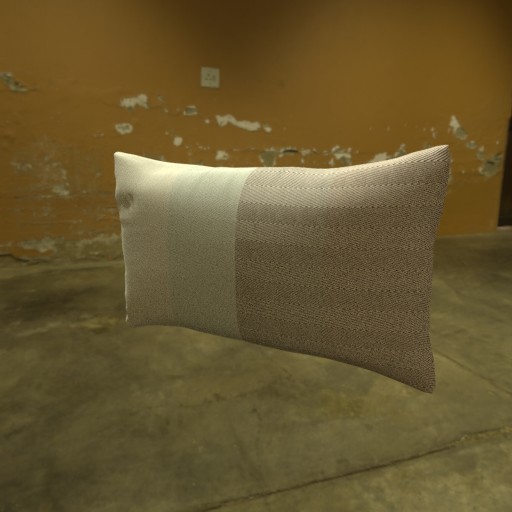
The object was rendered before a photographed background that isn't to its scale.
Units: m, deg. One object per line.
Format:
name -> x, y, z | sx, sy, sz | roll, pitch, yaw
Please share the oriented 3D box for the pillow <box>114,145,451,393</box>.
pillow -> 0.000, 0.000, 0.637 | 0.506, 0.305, 0.139 | 7, 15, 26
